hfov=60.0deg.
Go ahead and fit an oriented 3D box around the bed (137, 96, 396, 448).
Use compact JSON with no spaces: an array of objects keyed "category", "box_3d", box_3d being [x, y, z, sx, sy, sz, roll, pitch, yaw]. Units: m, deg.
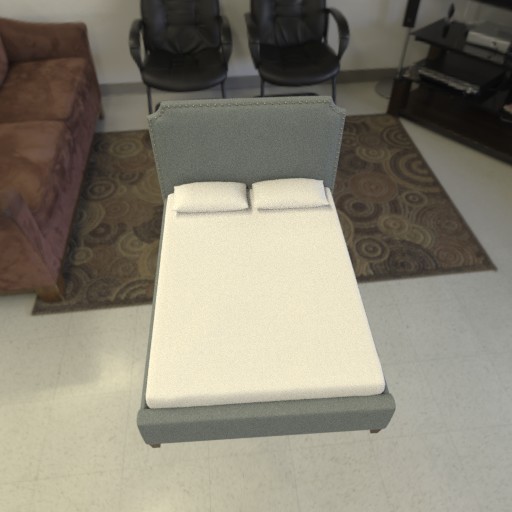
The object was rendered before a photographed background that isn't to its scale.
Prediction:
[{"category":"bed","box_3d":[0.000,0.000,3.455,1.712,1.443,2.372,-3,47,-3]}]
